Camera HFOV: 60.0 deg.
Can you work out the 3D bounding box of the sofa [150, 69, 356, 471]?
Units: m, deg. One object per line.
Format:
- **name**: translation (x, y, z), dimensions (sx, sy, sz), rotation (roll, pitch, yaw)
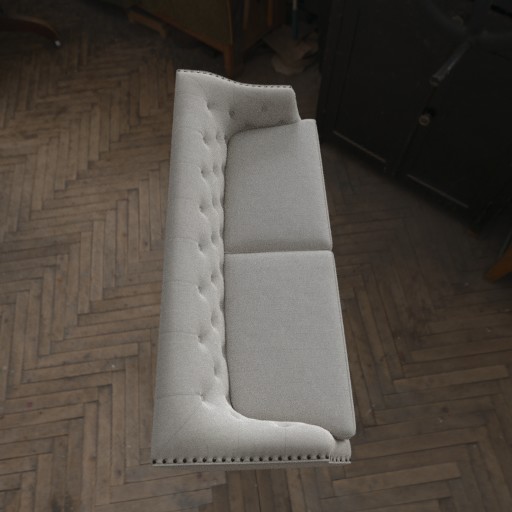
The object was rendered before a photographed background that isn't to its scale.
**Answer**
- **sofa**: translation (0.000, 0.000, 2.596), dimensions (0.914, 0.901, 2.235), rotation (-2, 63, -1)
